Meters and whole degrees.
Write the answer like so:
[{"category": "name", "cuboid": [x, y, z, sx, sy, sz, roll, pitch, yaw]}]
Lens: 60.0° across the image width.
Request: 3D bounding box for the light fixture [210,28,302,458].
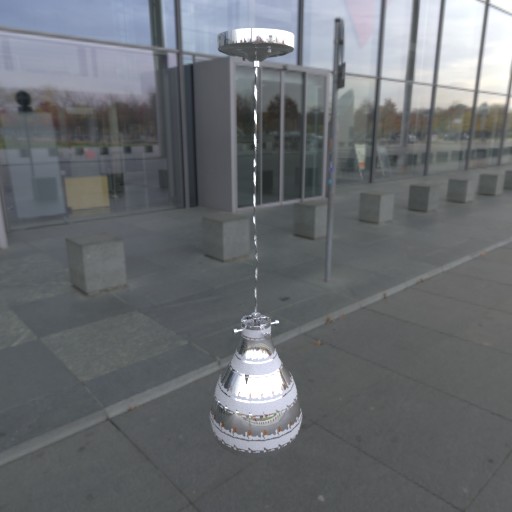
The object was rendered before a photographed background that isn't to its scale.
[{"category": "light fixture", "cuboid": [0.000, 0.000, 1.617, 0.374, 1.457, 0.374, -8, 18, -26]}]
